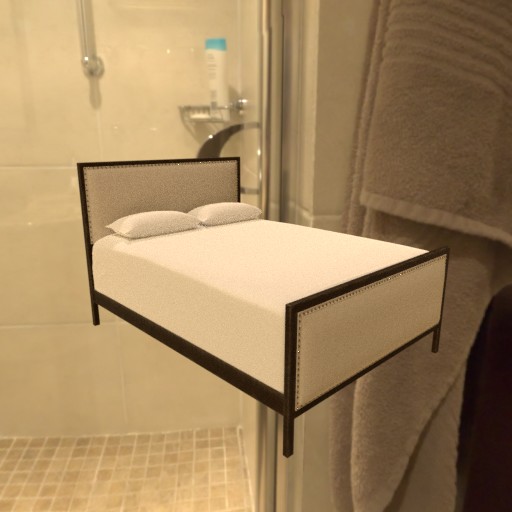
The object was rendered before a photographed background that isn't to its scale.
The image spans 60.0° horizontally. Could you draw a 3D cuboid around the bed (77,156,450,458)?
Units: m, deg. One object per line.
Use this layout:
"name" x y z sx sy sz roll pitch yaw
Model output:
"bed" 0.000 0.000 3.250 1.607 1.313 2.221 -14 20 -42
